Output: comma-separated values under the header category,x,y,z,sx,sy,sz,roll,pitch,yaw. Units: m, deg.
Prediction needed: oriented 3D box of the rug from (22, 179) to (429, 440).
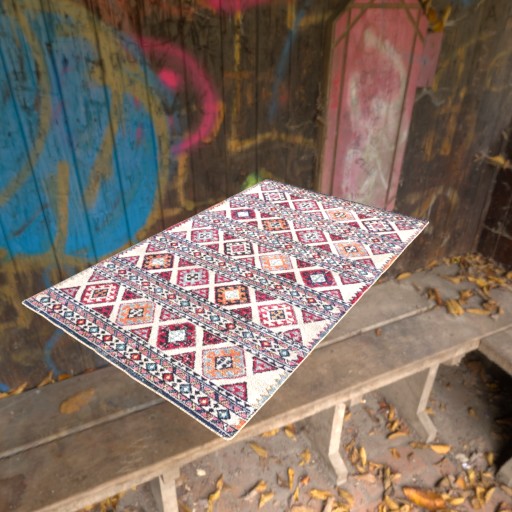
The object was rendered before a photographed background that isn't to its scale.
category,x,y,z,sx,sy,sz,roll,pitch,yaw
rug,0.000,0.000,2.979,1.545,0.010,2.440,21,36,31
